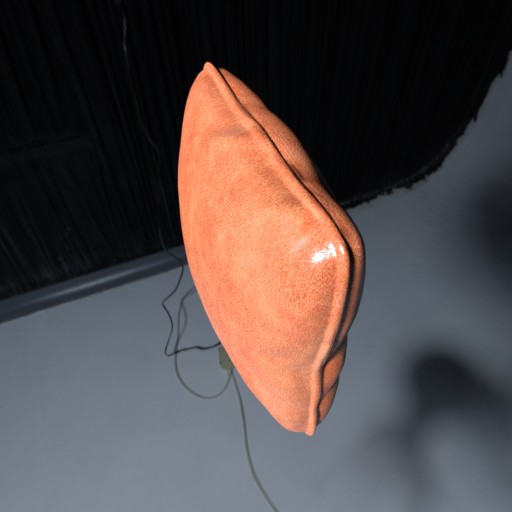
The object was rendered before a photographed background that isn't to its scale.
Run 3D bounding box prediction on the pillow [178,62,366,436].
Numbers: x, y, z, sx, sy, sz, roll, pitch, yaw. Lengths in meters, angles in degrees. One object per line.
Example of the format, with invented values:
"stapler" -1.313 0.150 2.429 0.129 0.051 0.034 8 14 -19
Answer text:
"pillow" 0.000 0.000 0.815 0.236 0.523 0.532 -16 49 -15
